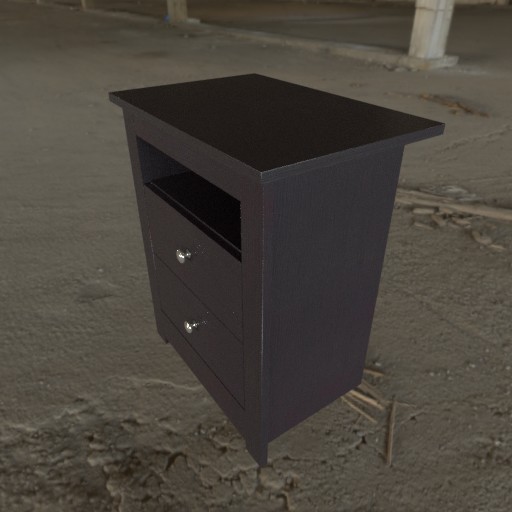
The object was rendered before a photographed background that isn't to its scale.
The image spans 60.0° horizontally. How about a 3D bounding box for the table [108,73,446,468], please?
[{"bbox_3d":[0.000,0.000,1.080,0.408,0.711,0.589,-21,38,-29],"label":"table"}]
